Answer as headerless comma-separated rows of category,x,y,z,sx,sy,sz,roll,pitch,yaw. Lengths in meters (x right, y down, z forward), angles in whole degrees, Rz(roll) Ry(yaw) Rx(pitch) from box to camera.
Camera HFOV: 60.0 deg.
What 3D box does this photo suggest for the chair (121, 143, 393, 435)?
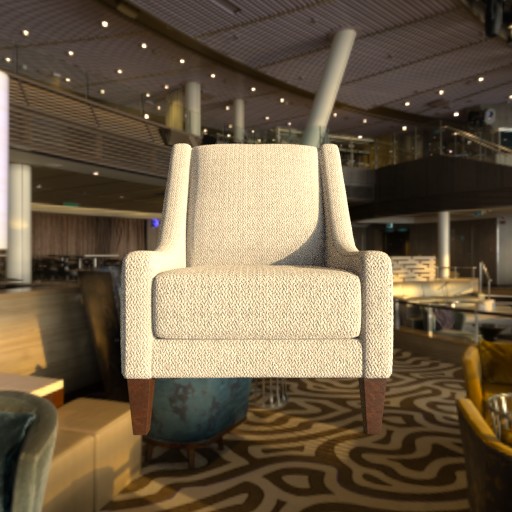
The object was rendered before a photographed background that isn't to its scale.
chair,0.000,0.000,1.631,0.774,1.014,0.870,0,0,0
